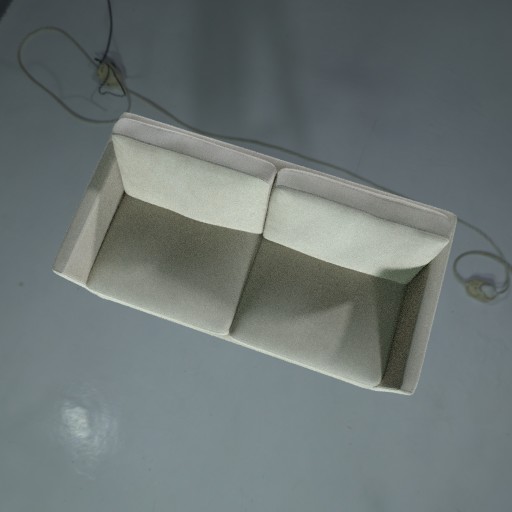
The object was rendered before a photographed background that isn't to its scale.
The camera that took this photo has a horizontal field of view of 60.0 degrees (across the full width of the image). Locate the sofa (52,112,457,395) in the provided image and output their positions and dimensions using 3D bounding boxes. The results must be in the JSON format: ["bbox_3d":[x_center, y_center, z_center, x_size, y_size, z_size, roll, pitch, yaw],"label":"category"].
[{"bbox_3d":[0.000,0.000,2.431,1.846,0.940,0.950,18,77,4],"label":"sofa"}]
